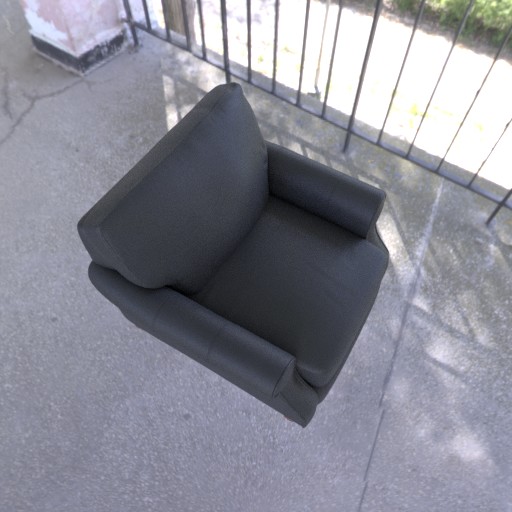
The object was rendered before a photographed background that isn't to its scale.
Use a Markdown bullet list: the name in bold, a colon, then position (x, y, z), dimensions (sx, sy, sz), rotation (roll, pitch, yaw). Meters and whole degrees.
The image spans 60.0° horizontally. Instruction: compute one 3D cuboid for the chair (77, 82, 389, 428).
- **chair**: position (0.000, 0.000, 1.804), dimensions (1.027, 0.960, 1.015), rotation (31, 63, 18)
